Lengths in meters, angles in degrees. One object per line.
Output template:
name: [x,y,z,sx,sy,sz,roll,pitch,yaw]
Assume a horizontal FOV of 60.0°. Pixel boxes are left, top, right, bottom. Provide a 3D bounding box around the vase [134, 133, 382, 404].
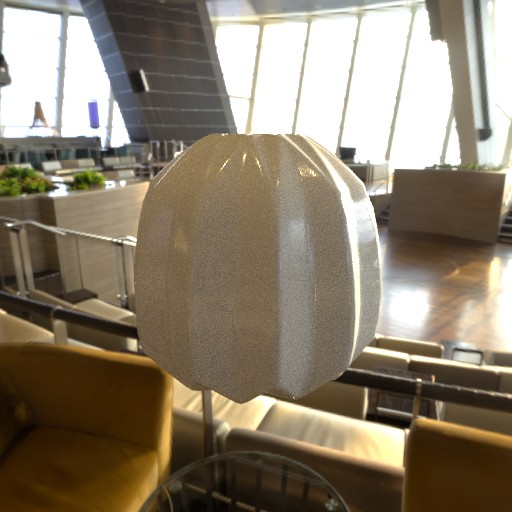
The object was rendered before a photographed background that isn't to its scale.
vase: [0.000,0.000,0.252,0.139,0.134,0.139,0,16,0]
